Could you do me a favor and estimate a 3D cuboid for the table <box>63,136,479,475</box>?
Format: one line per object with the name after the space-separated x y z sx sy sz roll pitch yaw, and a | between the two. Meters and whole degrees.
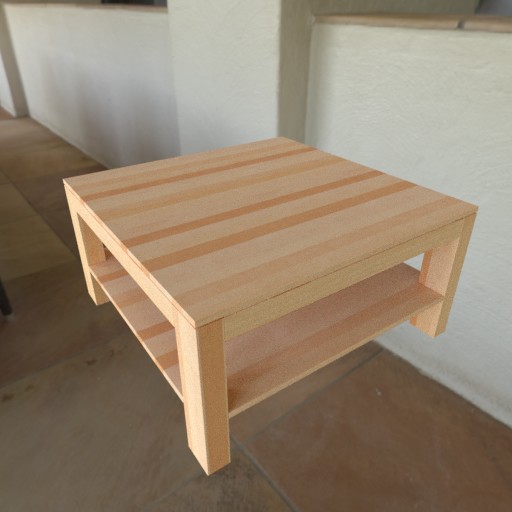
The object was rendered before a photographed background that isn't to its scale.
0.000 0.000 1.454 0.900 0.450 0.900 -19 35 -30 | table
